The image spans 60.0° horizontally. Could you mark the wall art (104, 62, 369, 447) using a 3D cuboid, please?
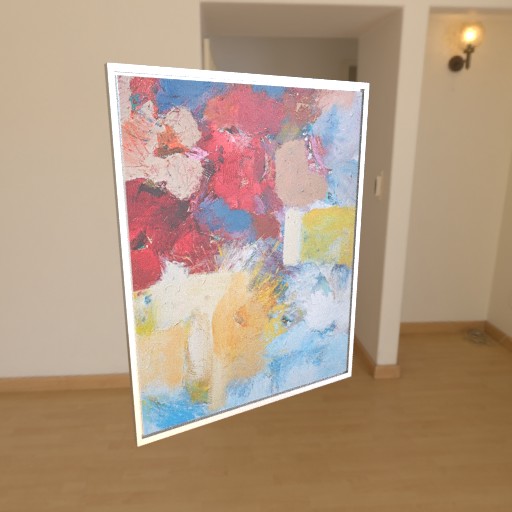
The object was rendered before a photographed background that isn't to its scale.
[{"bbox_3d":[0.000,0.000,1.374,0.816,1.046,0.030,-8,17,-28],"label":"wall art"}]
